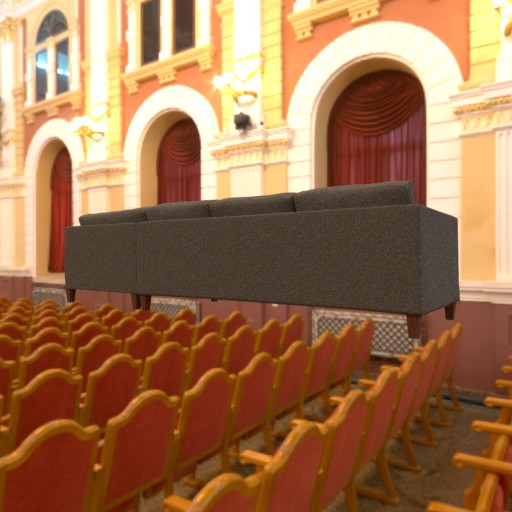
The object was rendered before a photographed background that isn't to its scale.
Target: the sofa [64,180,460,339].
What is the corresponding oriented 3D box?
[{"bbox_3d":[0.000,0.000,3.783,3.186,0.846,1.625,0,0,35],"label":"sofa"}]
